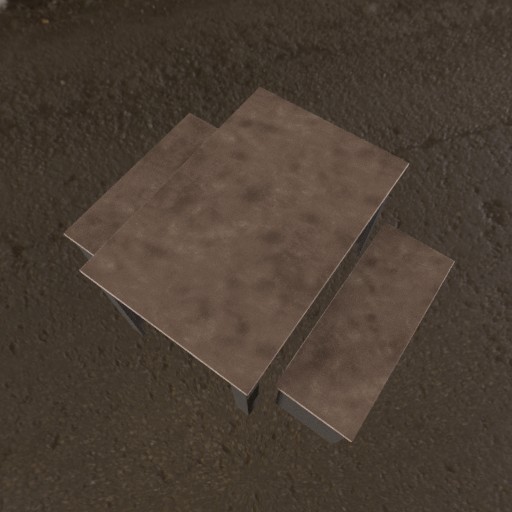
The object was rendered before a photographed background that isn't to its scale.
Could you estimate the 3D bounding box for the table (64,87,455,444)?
[{"bbox_3d":[0.000,0.000,1.974,1.443,0.700,1.100,33,68,15],"label":"table"}]
